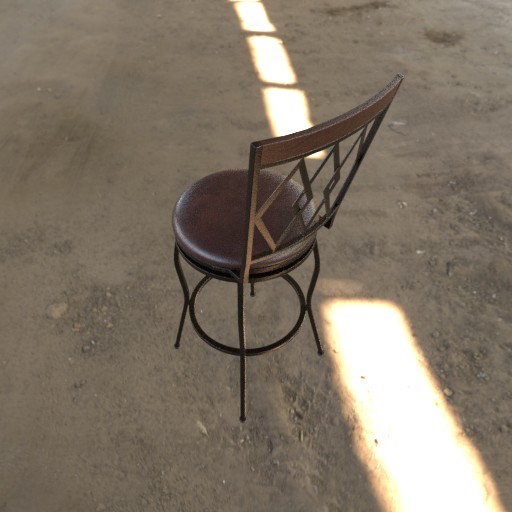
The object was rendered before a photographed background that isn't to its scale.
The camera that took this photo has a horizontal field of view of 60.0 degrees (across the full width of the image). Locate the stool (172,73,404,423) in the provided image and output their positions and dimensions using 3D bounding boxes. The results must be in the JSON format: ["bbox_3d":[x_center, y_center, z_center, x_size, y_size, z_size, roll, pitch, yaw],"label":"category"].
[{"bbox_3d":[0.000,0.000,1.344,0.432,1.134,0.521,-32,53,-28],"label":"stool"}]
